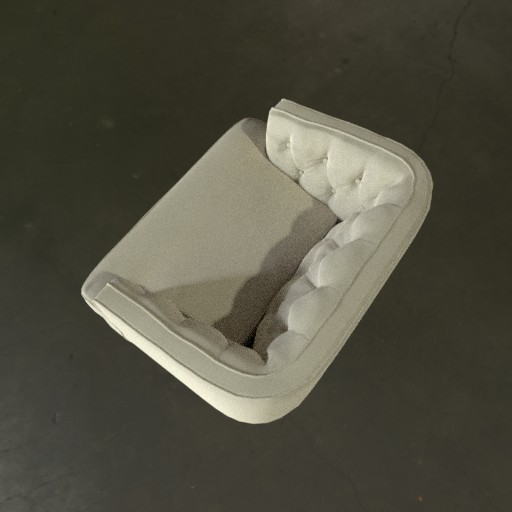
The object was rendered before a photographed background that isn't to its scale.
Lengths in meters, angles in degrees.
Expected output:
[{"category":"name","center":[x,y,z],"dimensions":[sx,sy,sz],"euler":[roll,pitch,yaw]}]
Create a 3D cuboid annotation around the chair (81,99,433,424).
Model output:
[{"category":"chair","center":[0.000,0.000,1.782],"dimensions":[0.941,0.852,1.104],"euler":[34,69,15]}]
